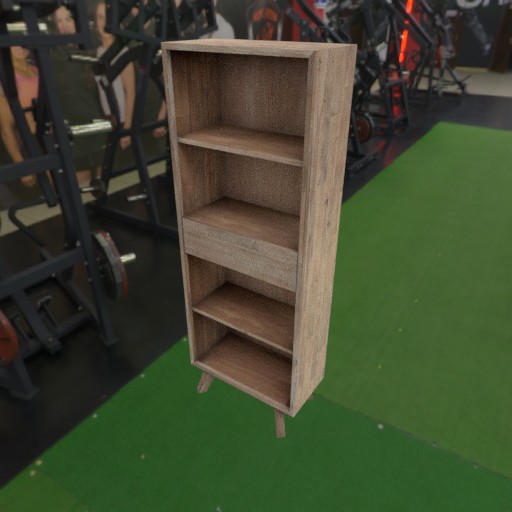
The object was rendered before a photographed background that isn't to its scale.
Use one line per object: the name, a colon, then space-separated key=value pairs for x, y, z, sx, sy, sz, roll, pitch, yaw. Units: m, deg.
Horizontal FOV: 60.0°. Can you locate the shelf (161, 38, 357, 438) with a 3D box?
shelf: x=0.000 y=0.000 z=1.549 sx=0.491 sy=1.342 sz=0.267 roll=18 pitch=34 yaw=30
